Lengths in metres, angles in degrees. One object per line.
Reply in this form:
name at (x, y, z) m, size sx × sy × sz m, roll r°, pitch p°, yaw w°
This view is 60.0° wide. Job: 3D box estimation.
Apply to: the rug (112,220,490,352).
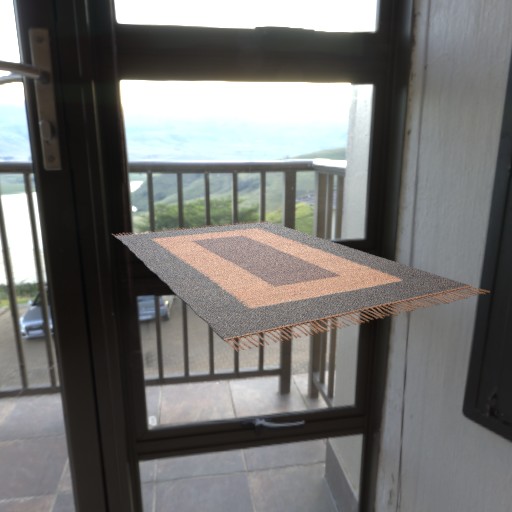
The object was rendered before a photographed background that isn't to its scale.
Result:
rug at (0.000, 0.000, 1.886) m, size 0.920 × 0.013 × 1.541 m, roll -7°, pitch 16°, yaw -27°
